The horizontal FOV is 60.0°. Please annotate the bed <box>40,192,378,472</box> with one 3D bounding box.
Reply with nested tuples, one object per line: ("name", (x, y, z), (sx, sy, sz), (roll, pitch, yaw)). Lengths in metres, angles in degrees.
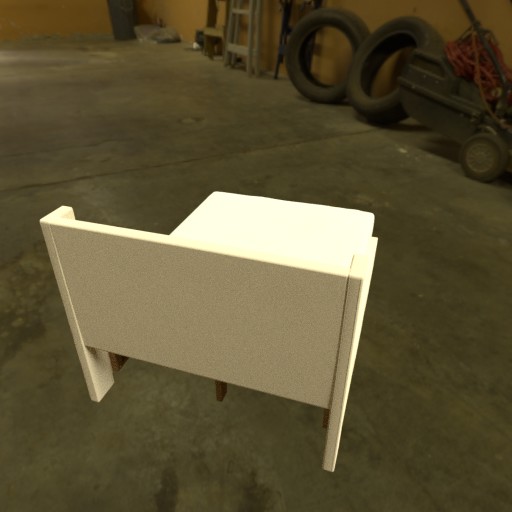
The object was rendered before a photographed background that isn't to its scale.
("bed", (0.000, 0.000, 3.499), (1.765, 1.471, 2.280), (10, 33, 16))
